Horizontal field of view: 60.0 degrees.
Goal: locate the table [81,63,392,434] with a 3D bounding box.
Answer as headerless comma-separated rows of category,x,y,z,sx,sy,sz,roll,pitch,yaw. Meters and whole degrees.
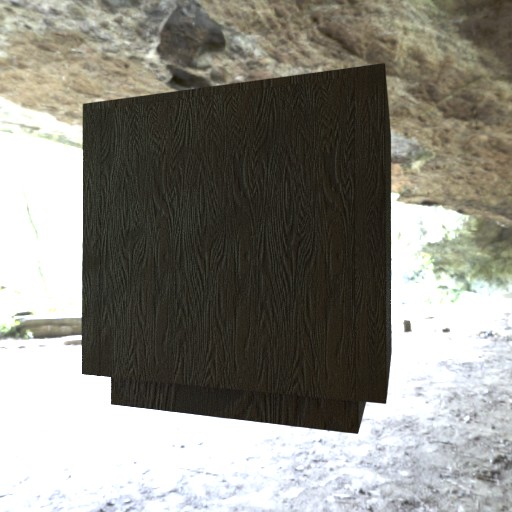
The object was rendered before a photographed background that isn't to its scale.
table,0.000,0.000,0.970,0.560,0.585,0.439,0,-1,18
